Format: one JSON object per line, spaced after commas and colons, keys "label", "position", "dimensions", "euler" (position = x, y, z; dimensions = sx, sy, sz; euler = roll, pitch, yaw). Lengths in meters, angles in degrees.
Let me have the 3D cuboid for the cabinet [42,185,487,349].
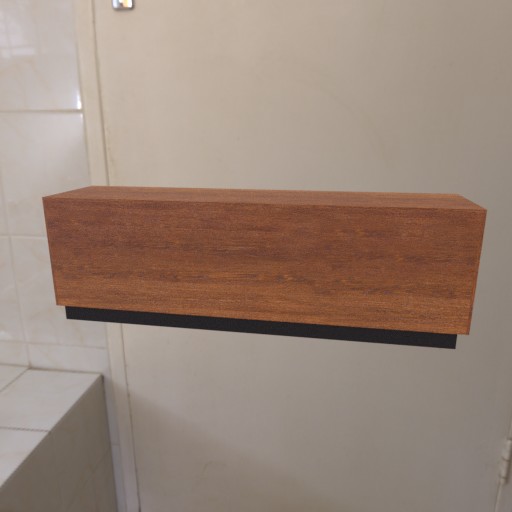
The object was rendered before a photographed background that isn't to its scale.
{"label": "cabinet", "position": [0.000, 0.000, 1.843], "dimensions": [1.600, 0.510, 0.419], "euler": [3, 16, 10]}
